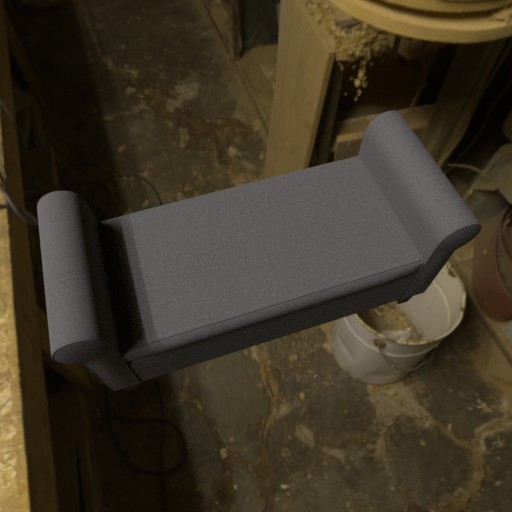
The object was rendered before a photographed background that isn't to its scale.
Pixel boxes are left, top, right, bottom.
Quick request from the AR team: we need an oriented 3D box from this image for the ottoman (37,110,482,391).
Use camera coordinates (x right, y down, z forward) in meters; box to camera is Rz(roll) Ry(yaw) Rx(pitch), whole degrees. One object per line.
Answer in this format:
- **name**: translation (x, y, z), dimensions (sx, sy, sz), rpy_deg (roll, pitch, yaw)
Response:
- **ottoman**: translation (0.000, 0.000, 1.530), dimensions (1.256, 0.547, 0.521), rpy_deg (-16, 60, -9)
